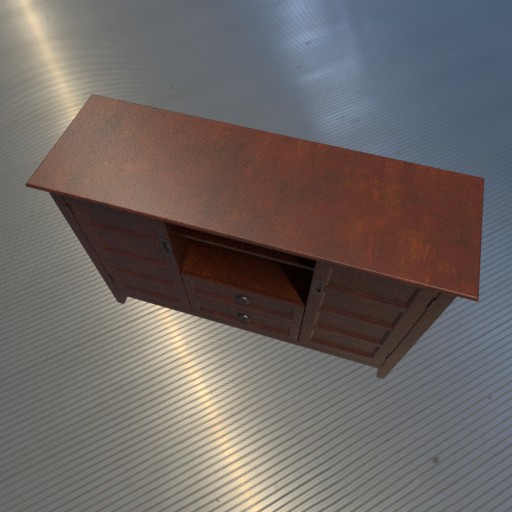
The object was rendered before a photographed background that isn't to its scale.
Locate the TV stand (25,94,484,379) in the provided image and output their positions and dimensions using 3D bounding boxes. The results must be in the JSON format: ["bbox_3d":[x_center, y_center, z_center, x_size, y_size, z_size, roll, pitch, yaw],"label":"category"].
[{"bbox_3d":[0.000,0.000,1.778,1.372,0.915,0.445,15,60,9],"label":"TV stand"}]
